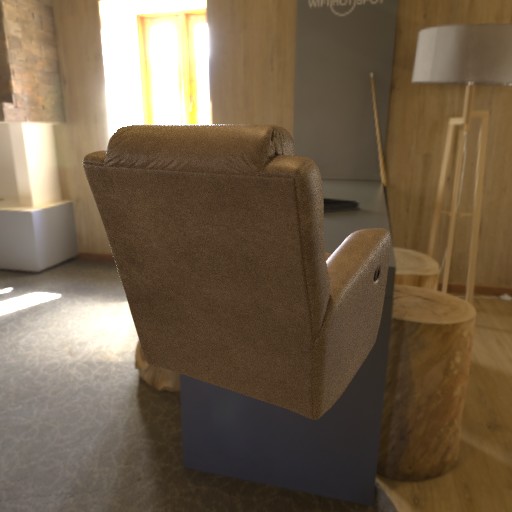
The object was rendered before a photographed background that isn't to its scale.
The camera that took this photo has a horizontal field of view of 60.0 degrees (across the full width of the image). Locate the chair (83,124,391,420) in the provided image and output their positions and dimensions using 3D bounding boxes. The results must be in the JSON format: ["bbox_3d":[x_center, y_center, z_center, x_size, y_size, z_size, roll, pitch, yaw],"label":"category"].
[{"bbox_3d":[0.000,0.000,1.956,0.965,1.116,1.068,9,19,28],"label":"chair"}]
